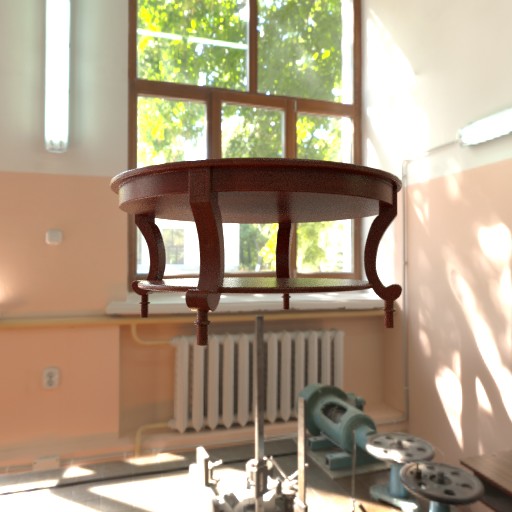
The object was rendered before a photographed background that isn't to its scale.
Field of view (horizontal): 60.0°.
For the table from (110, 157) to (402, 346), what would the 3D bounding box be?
[{"bbox_3d":[0.000,0.000,1.630,1.029,0.486,1.029,0,-1,0],"label":"table"}]
